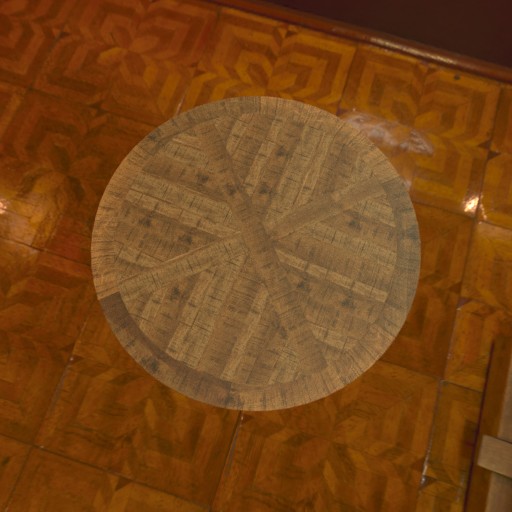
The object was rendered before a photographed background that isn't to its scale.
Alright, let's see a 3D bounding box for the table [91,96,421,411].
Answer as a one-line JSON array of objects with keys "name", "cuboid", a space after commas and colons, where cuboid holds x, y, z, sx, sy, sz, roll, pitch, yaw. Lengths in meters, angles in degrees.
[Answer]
[{"name": "table", "cuboid": [0.000, 0.000, 1.949, 1.264, 0.516, 1.264, 0, 74, 0]}]
